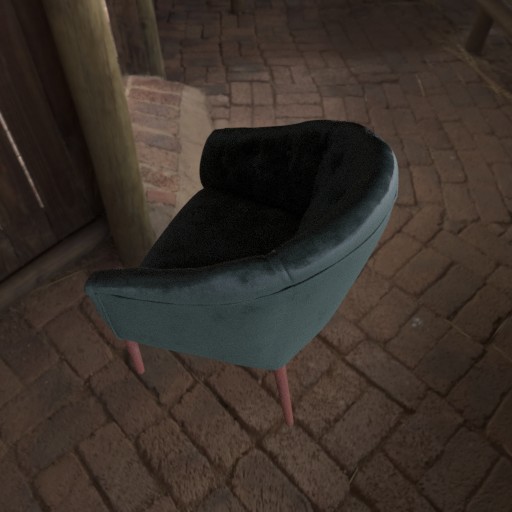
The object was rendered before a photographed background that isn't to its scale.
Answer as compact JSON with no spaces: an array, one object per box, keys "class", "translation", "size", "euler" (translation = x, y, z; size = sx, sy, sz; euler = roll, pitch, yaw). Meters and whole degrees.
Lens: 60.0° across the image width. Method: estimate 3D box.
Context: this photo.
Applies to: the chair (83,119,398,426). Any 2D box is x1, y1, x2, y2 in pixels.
[{"class":"chair","translation":[0.000,0.000,1.508],"size":[0.776,0.885,0.851],"euler":[16,50,14]}]
